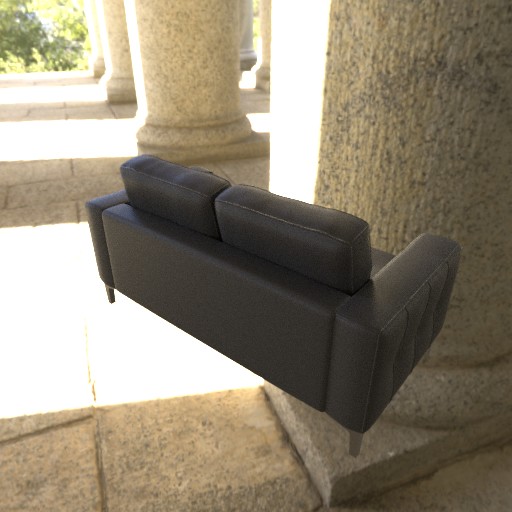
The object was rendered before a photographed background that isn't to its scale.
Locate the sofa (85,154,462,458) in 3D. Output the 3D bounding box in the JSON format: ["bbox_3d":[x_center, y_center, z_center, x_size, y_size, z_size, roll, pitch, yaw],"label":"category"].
[{"bbox_3d":[0.000,0.000,2.226,1.726,0.892,0.833,22,36,34],"label":"sofa"}]
